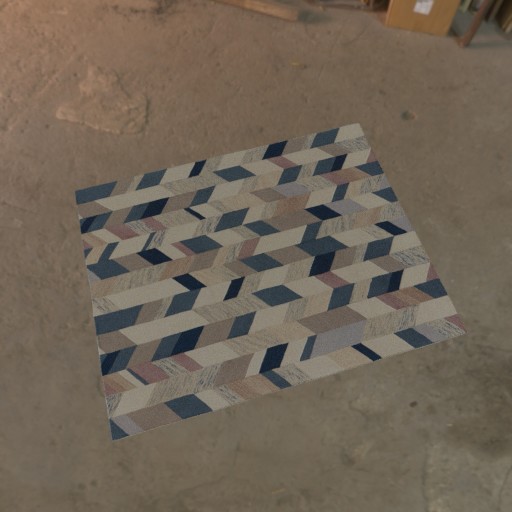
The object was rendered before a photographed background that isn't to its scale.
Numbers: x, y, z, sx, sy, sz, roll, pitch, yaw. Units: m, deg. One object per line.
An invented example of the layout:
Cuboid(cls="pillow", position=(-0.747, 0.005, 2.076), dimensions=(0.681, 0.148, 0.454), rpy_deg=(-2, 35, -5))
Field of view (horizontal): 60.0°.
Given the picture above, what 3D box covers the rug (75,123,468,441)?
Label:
Cuboid(cls="rug", position=(0.000, 0.000, 4.129), dimensions=(3.072, 0.011, 2.451), rpy_deg=(-15, 65, -7))
